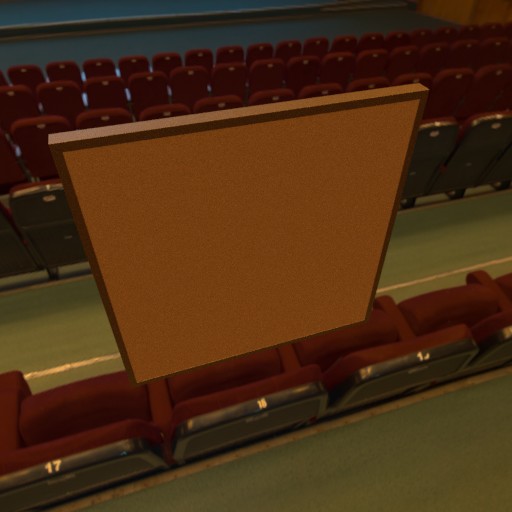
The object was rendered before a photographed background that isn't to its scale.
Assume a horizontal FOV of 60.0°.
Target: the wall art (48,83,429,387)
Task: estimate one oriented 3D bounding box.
[{"bbox_3d":[0.000,0.000,1.116,0.762,0.762,0.038,-13,43,-14],"label":"wall art"}]
